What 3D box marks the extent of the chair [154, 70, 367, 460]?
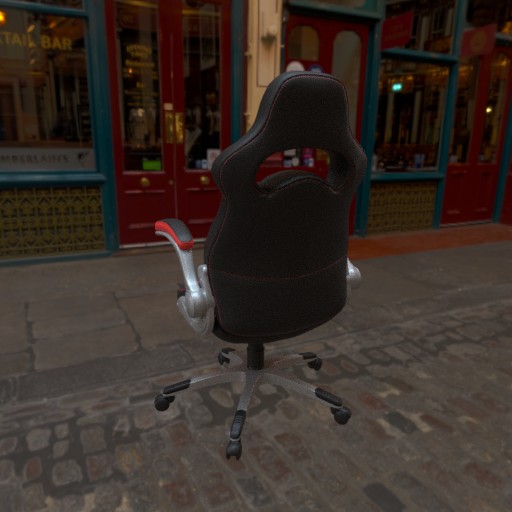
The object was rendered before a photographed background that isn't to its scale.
[{"bbox_3d":[0.000,0.000,1.606,0.758,1.165,0.712,-7,16,-26],"label":"chair"}]
